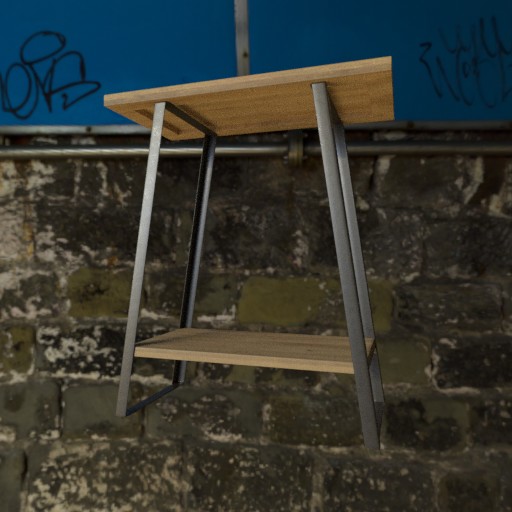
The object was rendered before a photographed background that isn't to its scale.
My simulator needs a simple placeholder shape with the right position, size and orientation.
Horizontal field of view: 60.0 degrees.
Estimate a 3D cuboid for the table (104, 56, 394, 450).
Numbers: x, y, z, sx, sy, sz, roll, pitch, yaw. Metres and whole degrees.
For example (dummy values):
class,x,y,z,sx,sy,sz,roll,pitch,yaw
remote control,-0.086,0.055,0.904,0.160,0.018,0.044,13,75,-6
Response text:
class,x,y,z,sx,sy,sz,roll,pitch,yaw
table,0.000,0.000,1.012,0.599,0.701,0.300,0,0,18
